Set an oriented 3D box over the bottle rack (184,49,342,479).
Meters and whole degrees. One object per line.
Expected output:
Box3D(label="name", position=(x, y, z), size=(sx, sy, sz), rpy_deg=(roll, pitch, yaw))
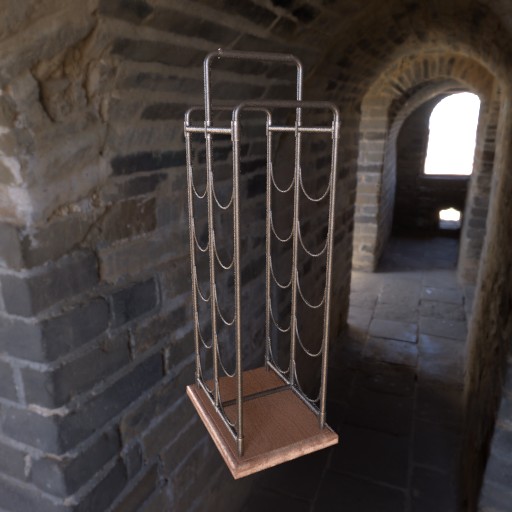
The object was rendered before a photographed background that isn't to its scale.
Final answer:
Box3D(label="bottle rack", position=(0.000, 0.000, 0.804), size=(0.208, 0.680, 0.276), rpy_deg=(-8, 18, -24))
